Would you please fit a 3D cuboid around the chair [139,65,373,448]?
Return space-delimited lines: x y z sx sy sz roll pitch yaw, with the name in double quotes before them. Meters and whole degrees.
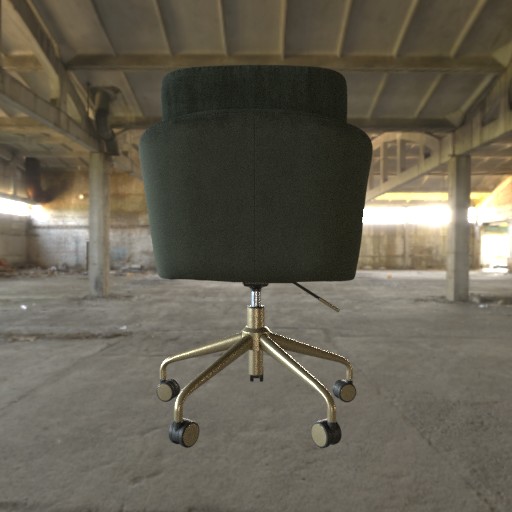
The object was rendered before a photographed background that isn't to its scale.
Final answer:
"chair" 0.000 0.000 1.331 0.641 0.908 0.635 0 1 1
